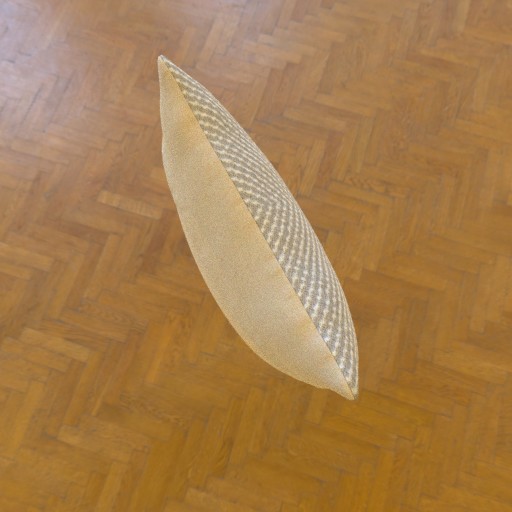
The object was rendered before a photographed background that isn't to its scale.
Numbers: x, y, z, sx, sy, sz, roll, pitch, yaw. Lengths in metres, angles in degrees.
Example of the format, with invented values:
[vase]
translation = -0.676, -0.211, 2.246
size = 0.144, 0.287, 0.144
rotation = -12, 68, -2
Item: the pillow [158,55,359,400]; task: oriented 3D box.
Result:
[pillow]
translation = 0.000, 0.000, 0.711
size = 0.181, 0.458, 0.459
rotation = -28, 77, -7
